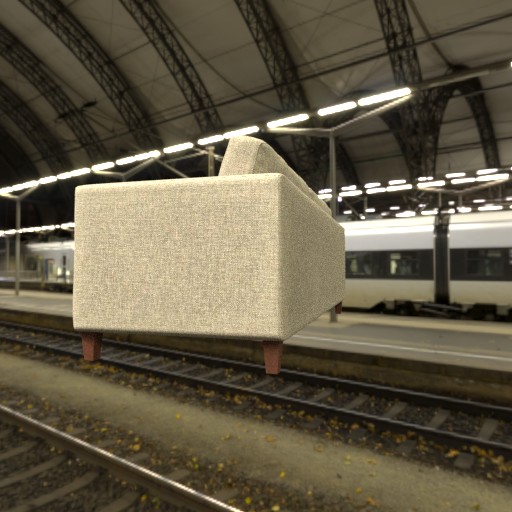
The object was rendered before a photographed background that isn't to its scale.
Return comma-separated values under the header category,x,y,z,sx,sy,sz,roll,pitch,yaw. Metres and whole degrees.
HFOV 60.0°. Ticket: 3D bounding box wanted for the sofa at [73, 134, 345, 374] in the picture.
category,x,y,z,sx,sy,sz,roll,pitch,yaw
sofa,0.000,0.000,2.903,0.948,0.951,2.434,0,-2,17
